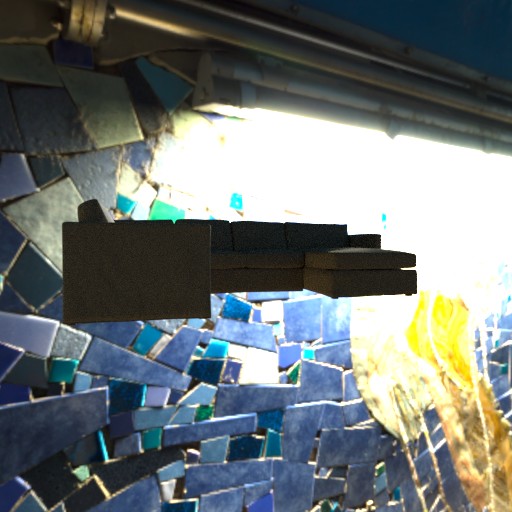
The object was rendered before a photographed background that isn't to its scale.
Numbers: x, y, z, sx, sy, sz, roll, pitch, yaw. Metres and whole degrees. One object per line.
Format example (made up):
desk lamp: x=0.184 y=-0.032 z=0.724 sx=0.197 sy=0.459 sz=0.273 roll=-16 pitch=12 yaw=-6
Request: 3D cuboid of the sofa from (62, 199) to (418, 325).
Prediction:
sofa: x=0.000 y=0.000 z=4.598 sx=3.460 sy=0.882 sz=2.427 roll=0 pitch=1 yaw=-17
